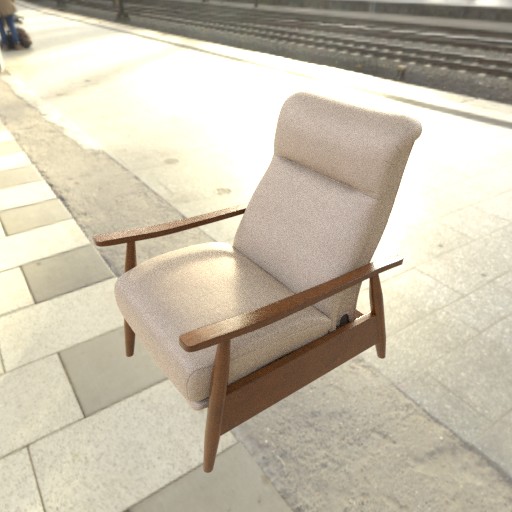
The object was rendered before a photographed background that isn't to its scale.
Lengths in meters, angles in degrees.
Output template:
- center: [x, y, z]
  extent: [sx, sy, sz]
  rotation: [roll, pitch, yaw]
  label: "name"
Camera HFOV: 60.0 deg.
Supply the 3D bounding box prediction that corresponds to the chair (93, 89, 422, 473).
- center: [0.000, 0.000, 1.768]
  extent: [1.030, 1.082, 0.762]
  rotation: [-21, 38, -30]
  label: "chair"
